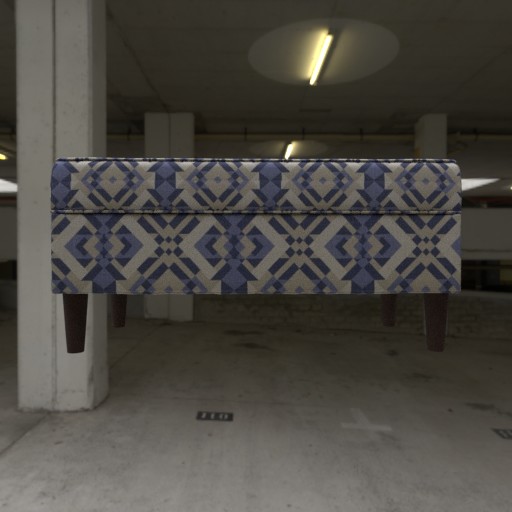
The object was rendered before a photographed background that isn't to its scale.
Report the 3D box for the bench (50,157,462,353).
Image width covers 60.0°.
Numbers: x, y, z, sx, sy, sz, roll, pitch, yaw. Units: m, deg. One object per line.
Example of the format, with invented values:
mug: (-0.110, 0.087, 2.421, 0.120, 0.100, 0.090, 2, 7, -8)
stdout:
bench: (0.000, 0.000, 1.307, 1.016, 0.477, 0.492, 0, 1, -1)
